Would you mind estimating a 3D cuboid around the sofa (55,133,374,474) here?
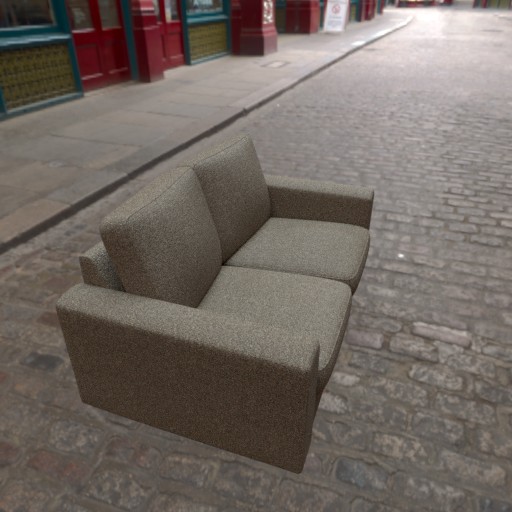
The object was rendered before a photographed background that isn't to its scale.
[{"bbox_3d":[0.000,0.000,2.209,1.016,0.873,1.616,10,32,17],"label":"sofa"}]
